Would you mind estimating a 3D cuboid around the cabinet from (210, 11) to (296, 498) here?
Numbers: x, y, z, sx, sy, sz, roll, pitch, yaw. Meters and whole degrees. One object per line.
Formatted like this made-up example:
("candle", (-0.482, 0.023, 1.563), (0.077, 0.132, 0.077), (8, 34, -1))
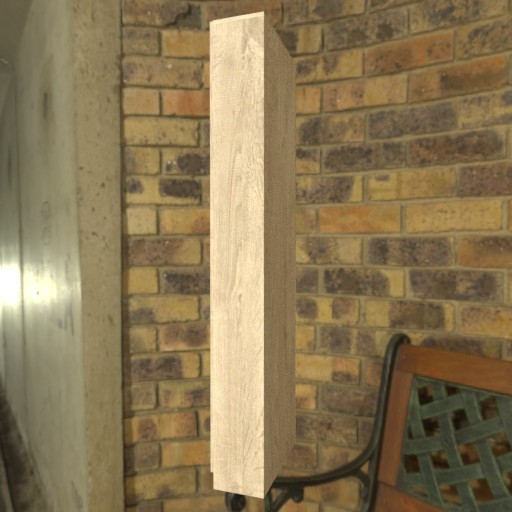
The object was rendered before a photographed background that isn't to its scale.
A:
("cabinet", (0.000, 0.000, 1.903), (0.230, 1.790, 0.500), (0, 1, 19))
